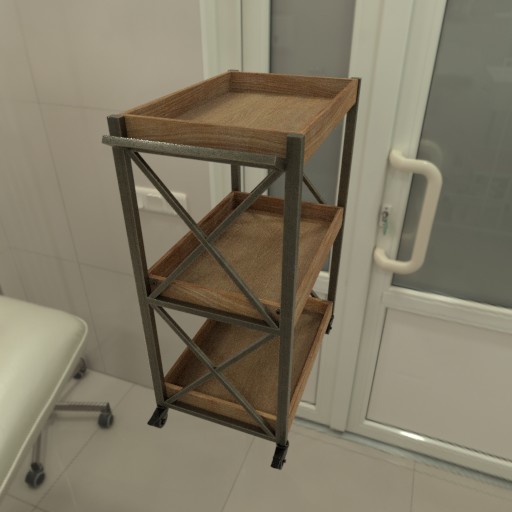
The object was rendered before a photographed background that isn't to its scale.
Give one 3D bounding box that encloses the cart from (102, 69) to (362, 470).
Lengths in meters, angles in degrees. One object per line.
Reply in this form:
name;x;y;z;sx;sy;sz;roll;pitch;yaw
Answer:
cart;0.000;0.000;1.190;0.377;0.835;0.673;11;33;17
